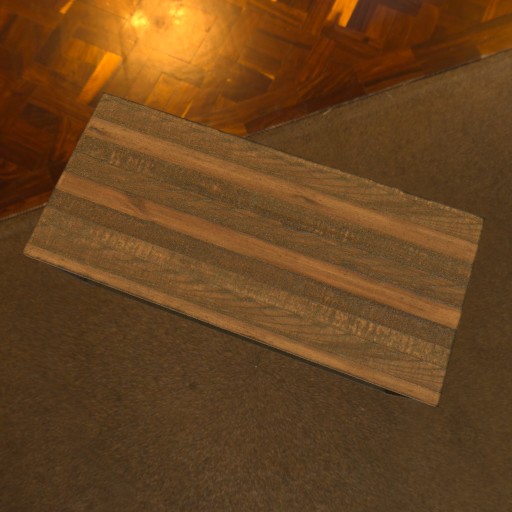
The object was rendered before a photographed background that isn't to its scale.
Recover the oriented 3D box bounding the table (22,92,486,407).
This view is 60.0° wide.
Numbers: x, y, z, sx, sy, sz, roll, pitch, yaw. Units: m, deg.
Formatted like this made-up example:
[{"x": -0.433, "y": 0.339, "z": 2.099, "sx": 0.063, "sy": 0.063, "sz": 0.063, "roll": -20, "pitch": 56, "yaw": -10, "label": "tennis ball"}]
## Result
[{"x": 0.000, "y": 0.000, "z": 1.229, "sx": 0.990, "sy": 0.399, "sz": 0.452, "roll": 19, "pitch": 77, "yaw": 5, "label": "table"}]
